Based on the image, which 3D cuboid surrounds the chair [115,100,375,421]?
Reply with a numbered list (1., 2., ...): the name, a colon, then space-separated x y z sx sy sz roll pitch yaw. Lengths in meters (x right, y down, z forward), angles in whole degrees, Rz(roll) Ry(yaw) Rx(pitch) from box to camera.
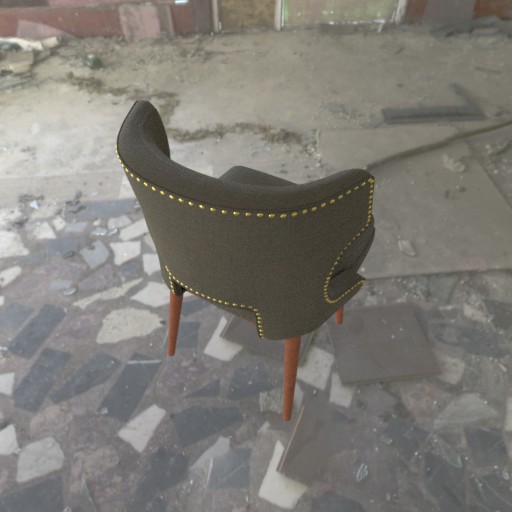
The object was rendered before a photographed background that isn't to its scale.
1. chair: 0.000 0.000 1.234 0.595 0.863 0.581 23 51 20
